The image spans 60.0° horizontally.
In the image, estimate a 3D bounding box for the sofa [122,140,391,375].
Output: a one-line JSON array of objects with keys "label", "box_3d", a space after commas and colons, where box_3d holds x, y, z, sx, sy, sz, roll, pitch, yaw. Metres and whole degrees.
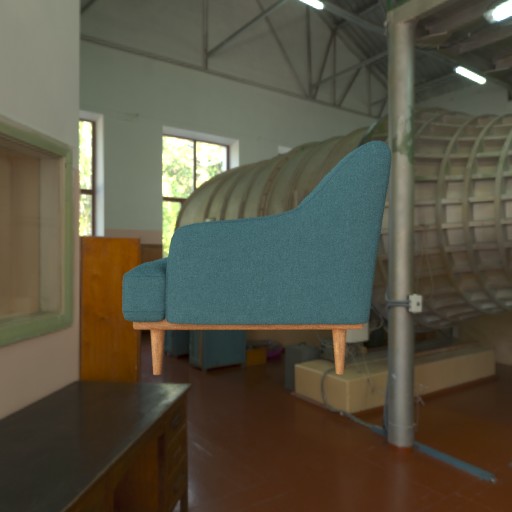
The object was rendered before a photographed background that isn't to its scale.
[{"label": "sofa", "box_3d": [0.000, 0.000, 2.573, 0.978, 0.871, 2.057, 0, 0, 0]}]
